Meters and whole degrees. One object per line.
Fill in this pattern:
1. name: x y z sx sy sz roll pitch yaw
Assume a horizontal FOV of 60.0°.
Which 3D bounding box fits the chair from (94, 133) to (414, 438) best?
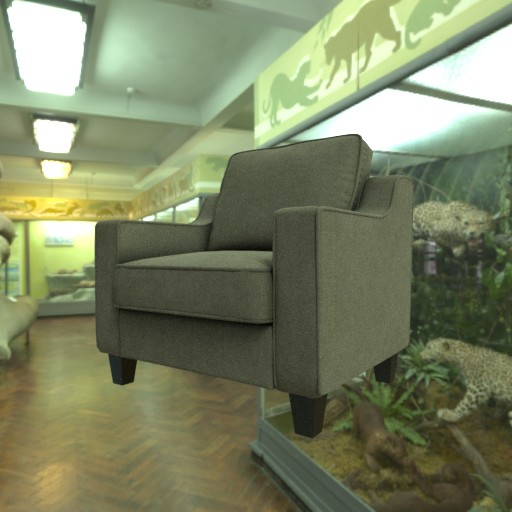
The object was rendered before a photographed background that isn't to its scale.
1. chair: 0.000 0.000 1.664 0.926 0.944 0.840 0 1 36
